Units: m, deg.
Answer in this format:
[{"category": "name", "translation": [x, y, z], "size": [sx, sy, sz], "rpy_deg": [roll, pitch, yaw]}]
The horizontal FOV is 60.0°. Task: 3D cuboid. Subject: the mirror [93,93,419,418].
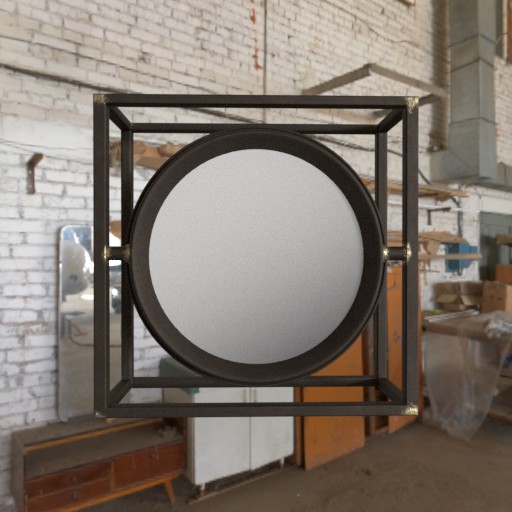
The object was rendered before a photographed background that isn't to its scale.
[{"category": "mirror", "translation": [0.000, 0.000, 0.467], "size": [0.306, 0.303, 0.107], "rpy_deg": [0, 0, -1]}]
